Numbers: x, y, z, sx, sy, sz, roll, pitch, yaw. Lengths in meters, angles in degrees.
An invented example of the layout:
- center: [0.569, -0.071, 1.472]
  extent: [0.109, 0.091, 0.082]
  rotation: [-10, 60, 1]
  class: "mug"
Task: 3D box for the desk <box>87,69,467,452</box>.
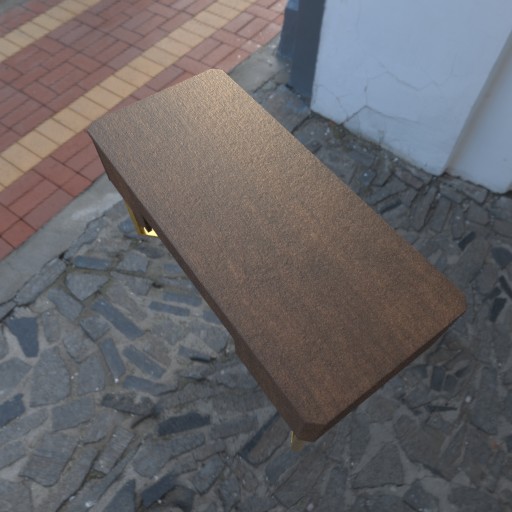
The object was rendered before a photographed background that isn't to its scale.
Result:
- center: [0.000, 0.000, 1.943]
  extent: [0.684, 0.762, 1.479]
  rotation: [-32, 64, -18]
  class: "desk"
